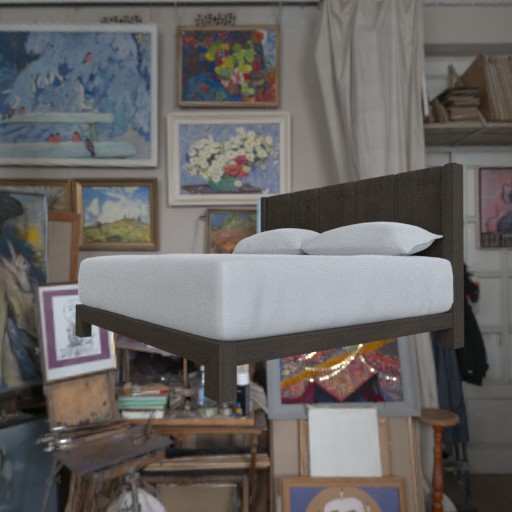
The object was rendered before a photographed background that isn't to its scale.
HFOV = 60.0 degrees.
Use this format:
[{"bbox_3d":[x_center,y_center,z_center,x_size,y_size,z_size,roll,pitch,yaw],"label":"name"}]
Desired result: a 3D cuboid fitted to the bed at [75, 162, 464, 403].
[{"bbox_3d":[0.000,0.000,3.322,2.012,1.270,2.134,0,-1,-38],"label":"bed"}]
